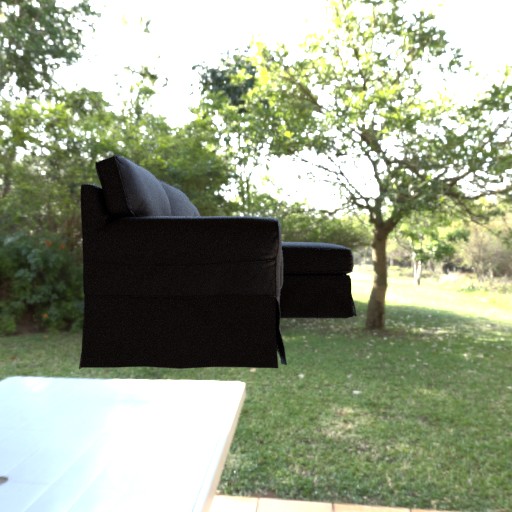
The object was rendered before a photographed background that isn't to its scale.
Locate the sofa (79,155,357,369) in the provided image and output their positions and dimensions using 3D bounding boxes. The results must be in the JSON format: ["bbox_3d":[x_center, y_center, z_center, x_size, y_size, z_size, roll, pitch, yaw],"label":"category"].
[{"bbox_3d":[0.000,0.000,3.261,1.637,1.039,2.518,0,1,1],"label":"sofa"}]
